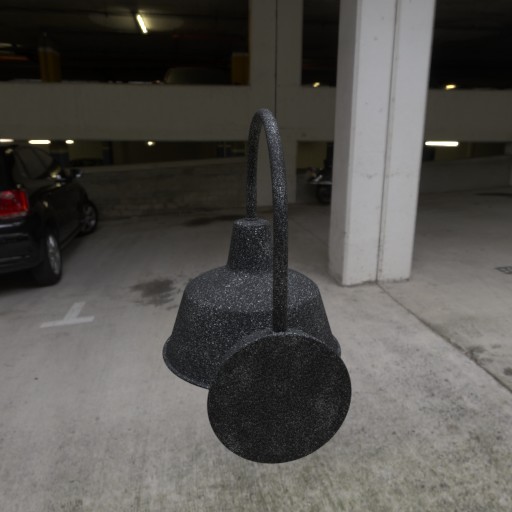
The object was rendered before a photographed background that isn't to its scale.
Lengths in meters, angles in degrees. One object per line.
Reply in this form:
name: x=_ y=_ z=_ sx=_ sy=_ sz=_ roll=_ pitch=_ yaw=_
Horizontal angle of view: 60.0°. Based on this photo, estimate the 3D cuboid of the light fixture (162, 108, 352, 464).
light fixture: x=0.000 y=0.000 z=0.482 sx=0.216 sy=0.300 sz=0.283 roll=-2 pitch=15 yaw=-8
